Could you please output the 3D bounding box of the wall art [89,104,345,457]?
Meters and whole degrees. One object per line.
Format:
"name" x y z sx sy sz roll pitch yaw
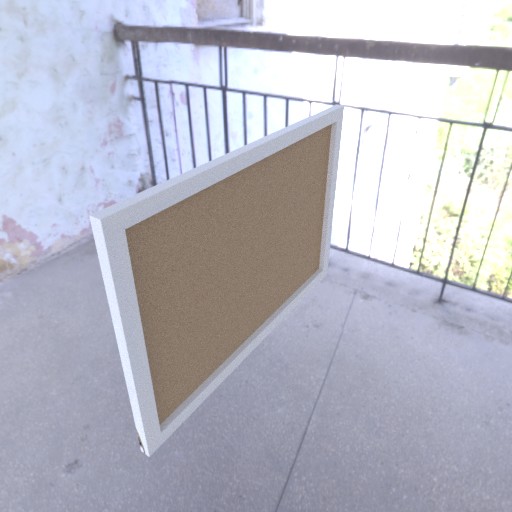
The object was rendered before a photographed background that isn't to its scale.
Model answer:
"wall art" 0.000 0.000 1.486 0.038 0.767 1.144 20 37 29
